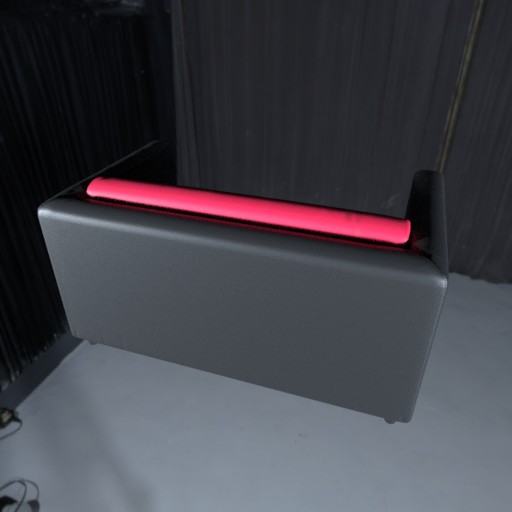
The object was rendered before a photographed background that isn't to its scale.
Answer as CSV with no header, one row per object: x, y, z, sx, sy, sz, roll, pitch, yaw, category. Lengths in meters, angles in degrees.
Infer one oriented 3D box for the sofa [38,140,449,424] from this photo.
0.000,0.000,1.895,1.410,0.735,0.845,10,33,16,sofa
